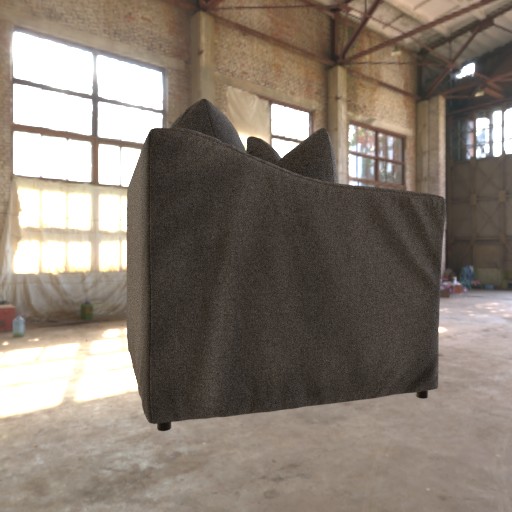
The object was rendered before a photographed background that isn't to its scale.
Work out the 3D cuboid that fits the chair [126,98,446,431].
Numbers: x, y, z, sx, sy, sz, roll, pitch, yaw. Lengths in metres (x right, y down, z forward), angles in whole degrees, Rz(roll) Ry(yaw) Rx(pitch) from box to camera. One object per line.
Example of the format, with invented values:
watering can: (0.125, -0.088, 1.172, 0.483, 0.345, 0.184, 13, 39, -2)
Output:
chair: (0.000, 0.000, 1.976, 1.071, 1.059, 1.194, 0, 0, -19)
